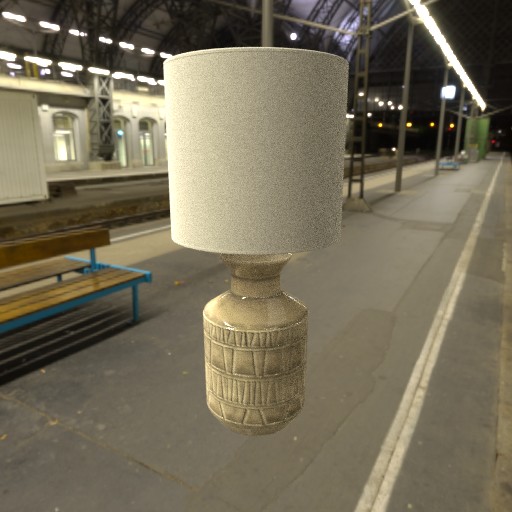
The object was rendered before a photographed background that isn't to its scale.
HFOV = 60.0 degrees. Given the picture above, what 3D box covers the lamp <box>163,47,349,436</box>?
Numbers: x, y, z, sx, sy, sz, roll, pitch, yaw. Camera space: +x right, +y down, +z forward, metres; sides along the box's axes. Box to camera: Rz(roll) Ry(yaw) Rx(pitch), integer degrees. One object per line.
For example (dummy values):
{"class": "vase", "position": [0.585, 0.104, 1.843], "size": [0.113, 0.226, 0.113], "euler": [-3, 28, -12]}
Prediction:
{"class": "lamp", "position": [0.000, 0.000, 0.571], "size": [0.211, 0.455, 0.211], "euler": [2, 14, 7]}
